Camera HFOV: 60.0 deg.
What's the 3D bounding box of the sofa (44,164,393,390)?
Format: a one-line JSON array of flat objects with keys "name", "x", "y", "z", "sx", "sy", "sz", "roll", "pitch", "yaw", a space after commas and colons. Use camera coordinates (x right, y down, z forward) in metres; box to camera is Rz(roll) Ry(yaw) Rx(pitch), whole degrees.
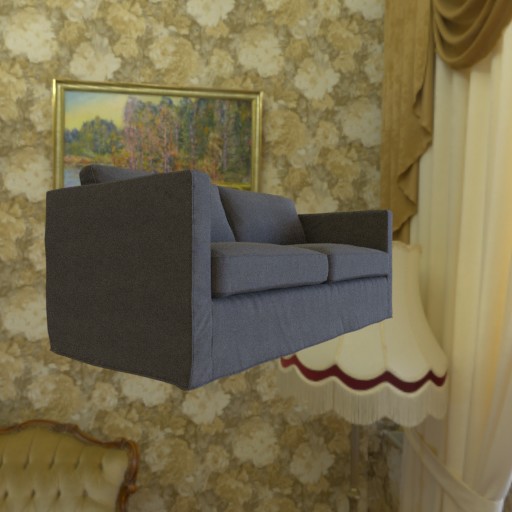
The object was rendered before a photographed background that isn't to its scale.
[{"name": "sofa", "x": 0.000, "y": 0.000, "z": 2.499, "sx": 0.953, "sy": 0.855, "sz": 1.982, "roll": 1, "pitch": 1, "yaw": 36}]
